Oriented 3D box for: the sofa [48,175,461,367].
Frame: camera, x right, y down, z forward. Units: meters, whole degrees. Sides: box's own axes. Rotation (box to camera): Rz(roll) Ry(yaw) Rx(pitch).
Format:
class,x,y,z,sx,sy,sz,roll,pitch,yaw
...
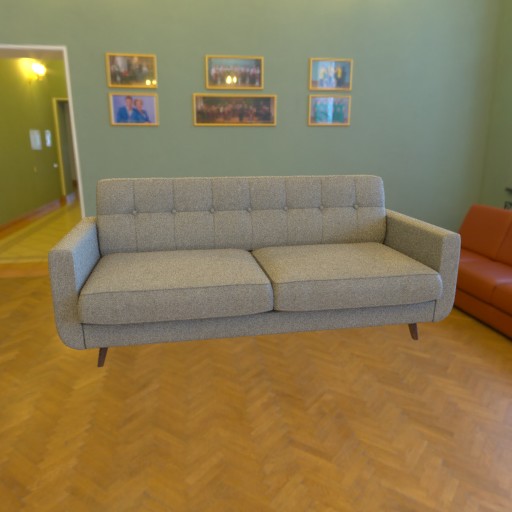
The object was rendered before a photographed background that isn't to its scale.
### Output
class,x,y,z,sx,sy,sz,roll,pitch,yaw
sofa,0.000,0.000,2.591,2.055,0.873,0.968,-3,15,-10
